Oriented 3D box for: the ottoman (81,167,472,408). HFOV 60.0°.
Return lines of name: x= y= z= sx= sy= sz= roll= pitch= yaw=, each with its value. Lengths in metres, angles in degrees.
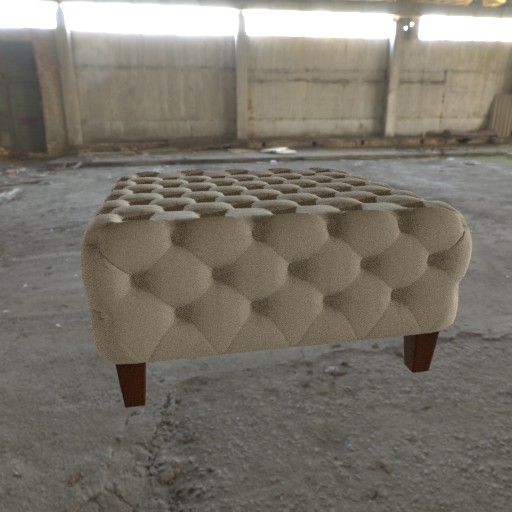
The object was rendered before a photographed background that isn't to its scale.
ottoman: x=0.000 y=0.000 z=1.176 sx=0.753 sy=0.376 sz=0.755 roll=-4 pitch=18 yaw=-11
